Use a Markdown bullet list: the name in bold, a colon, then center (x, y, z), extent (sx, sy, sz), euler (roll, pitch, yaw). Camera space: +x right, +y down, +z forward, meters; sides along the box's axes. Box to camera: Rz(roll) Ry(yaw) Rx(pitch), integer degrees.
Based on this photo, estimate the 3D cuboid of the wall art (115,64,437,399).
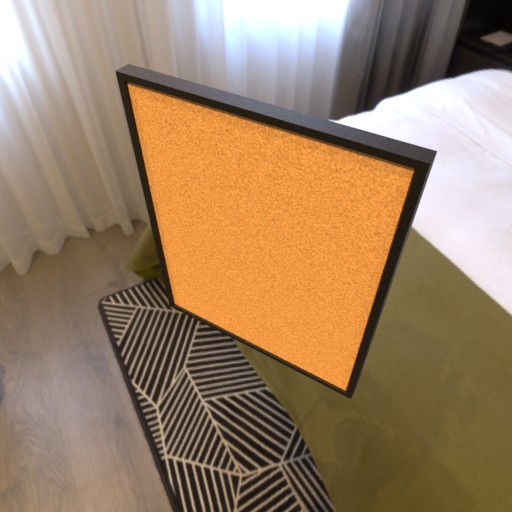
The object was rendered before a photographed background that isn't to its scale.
- **wall art**: center (0.000, 0.000, 0.773), extent (0.457, 0.559, 0.029), euler (23, 51, 21)
